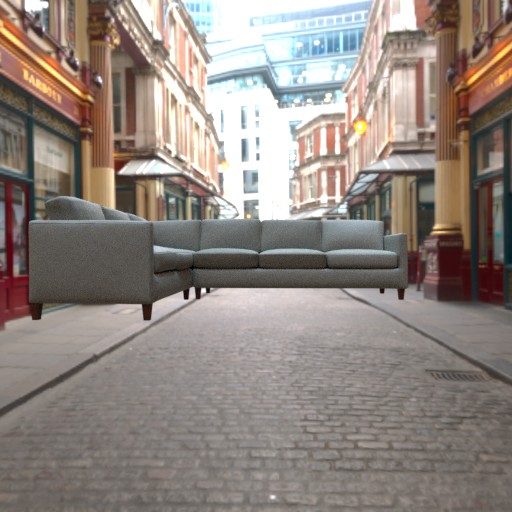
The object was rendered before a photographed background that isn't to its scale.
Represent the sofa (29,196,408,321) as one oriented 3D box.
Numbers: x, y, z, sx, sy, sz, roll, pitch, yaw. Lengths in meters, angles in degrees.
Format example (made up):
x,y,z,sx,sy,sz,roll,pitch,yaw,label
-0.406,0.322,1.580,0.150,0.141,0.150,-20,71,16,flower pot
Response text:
x,y,z,sx,sy,sz,roll,pitch,yaw,label
0.000,0.000,4.452,3.301,0.947,2.592,0,0,2,sofa
